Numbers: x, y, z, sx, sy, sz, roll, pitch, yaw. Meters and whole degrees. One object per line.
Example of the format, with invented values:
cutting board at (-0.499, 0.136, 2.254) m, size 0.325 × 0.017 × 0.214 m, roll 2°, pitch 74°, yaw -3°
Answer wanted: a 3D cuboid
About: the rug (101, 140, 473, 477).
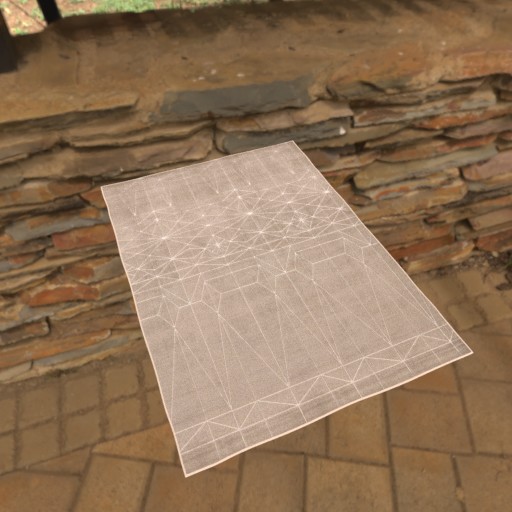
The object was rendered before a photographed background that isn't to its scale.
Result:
rug at (0.000, 0.000, 4.335) m, size 2.449 × 0.019 × 3.357 m, roll -17°, pitch 50°, yaw -15°
